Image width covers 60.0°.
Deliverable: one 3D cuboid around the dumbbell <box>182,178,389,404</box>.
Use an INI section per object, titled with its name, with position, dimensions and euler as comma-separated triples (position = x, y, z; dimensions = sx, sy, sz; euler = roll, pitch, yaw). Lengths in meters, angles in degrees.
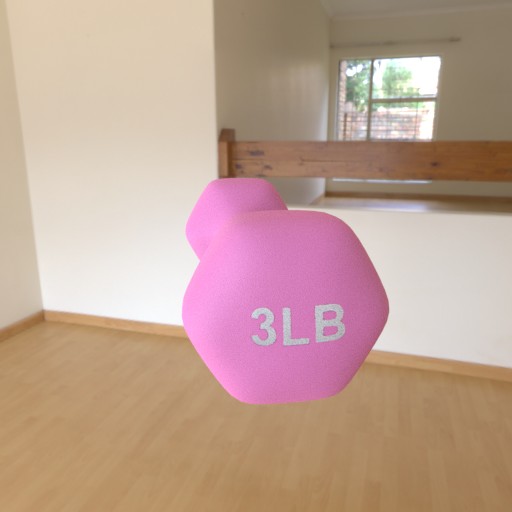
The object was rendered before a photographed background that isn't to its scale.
[dumbbell]
position = 0.000, 0.000, 0.196
dimensions = 0.064, 0.058, 0.159
euler = -2, 15, -7
